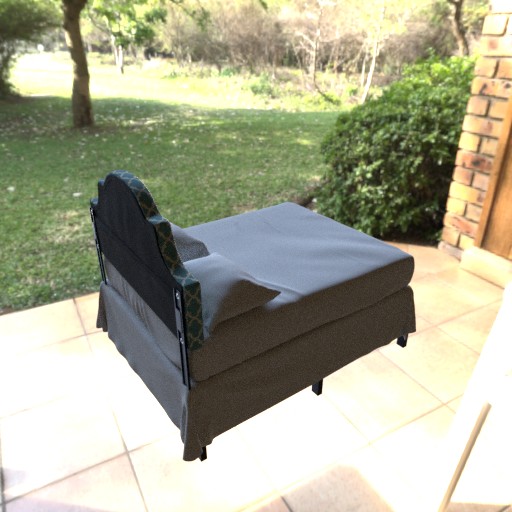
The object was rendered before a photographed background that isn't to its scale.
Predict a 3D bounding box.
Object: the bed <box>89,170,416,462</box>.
[{"bbox_3d":[0.000,0.000,3.456,2.222,1.633,1.780,-18,32,-31],"label":"bed"}]
